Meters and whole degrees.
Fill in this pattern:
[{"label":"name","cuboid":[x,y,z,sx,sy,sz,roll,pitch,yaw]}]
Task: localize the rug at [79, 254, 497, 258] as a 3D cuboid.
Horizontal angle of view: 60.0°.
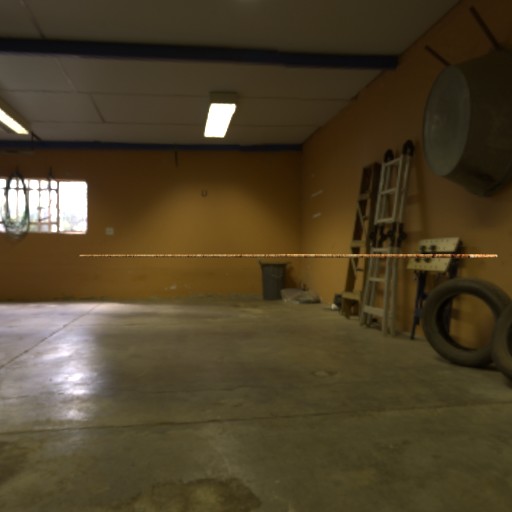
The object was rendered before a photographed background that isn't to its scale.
[{"label":"rug","cuboid":[0.000,0.000,2.405,2.237,0.014,0.680,0,0,35]}]
